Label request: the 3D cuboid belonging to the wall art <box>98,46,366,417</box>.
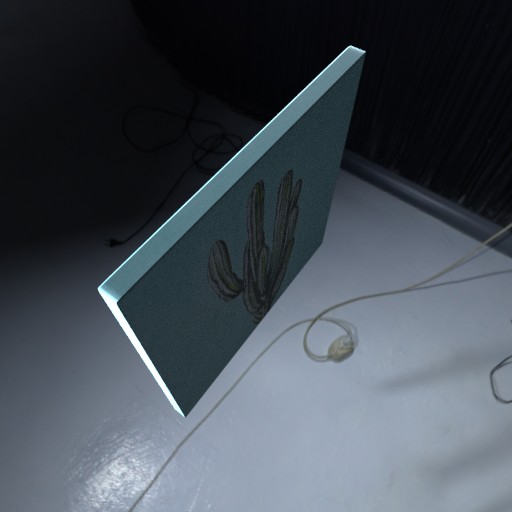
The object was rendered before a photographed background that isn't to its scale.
[{"bbox_3d":[0.000,0.000,1.610,0.070,1.073,1.071,32,63,18],"label":"wall art"}]
